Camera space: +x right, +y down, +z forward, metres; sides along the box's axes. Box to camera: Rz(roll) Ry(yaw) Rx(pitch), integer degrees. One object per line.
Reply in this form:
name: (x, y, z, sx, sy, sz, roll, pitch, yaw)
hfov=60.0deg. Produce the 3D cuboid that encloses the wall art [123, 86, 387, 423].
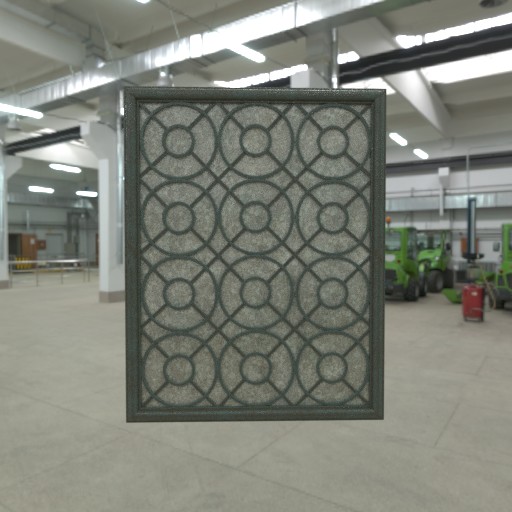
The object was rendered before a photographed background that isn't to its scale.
wall art: (0.000, 0.000, 1.306, 0.767, 0.983, 0.030, 0, 2, -2)
